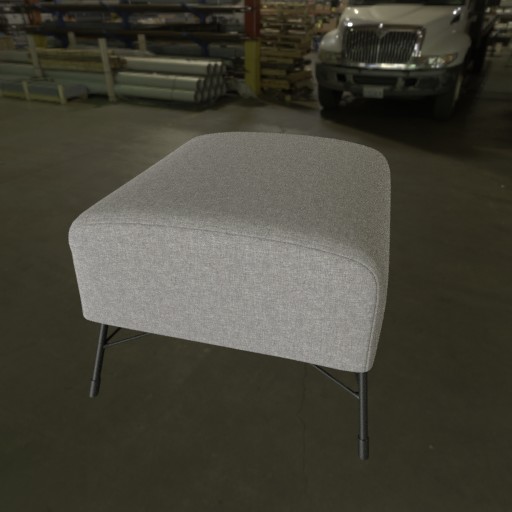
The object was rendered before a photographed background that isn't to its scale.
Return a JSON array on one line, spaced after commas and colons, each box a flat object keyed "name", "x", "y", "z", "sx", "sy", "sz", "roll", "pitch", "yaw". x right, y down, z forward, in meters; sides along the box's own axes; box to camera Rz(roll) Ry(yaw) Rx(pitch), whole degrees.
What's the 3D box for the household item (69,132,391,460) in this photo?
[{"name": "household item", "x": 0.000, "y": 0.000, "z": 0.913, "sx": 0.530, "sy": 0.410, "sz": 0.530, "roll": 8, "pitch": 31, "yaw": 13}]
